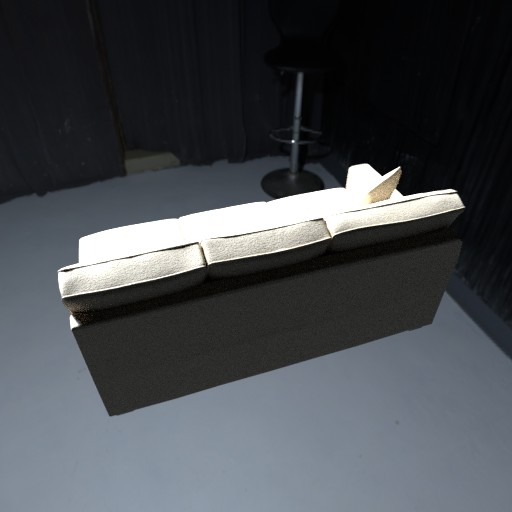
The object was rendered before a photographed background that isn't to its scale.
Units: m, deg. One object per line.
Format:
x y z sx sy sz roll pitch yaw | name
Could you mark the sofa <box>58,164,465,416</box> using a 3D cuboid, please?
0.000 0.000 2.575 1.962 0.946 1.034 -13 43 -14 | sofa
